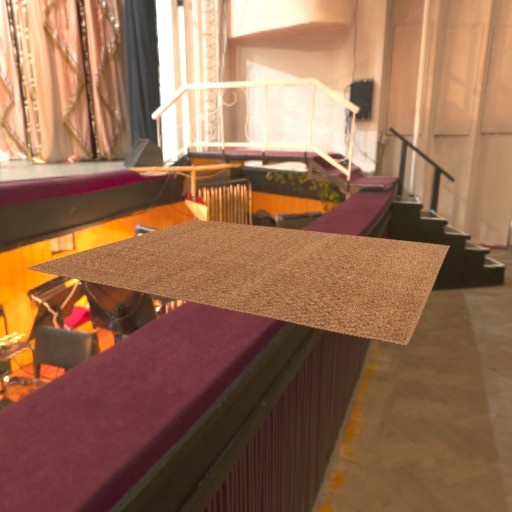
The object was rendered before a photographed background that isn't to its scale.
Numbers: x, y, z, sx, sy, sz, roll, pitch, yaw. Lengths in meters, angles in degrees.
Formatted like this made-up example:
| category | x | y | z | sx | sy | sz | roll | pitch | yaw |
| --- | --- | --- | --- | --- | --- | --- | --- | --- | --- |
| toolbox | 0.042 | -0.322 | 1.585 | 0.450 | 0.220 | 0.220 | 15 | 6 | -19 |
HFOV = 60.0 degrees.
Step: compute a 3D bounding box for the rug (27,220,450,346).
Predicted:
| category | x | y | z | sx | sy | sz | roll | pitch | yaw |
| --- | --- | --- | --- | --- | --- | --- | --- | --- | --- |
| rug | 0.000 | 0.000 | 4.004 | 3.048 | 0.013 | 2.439 | 8 | 17 | 26 |
